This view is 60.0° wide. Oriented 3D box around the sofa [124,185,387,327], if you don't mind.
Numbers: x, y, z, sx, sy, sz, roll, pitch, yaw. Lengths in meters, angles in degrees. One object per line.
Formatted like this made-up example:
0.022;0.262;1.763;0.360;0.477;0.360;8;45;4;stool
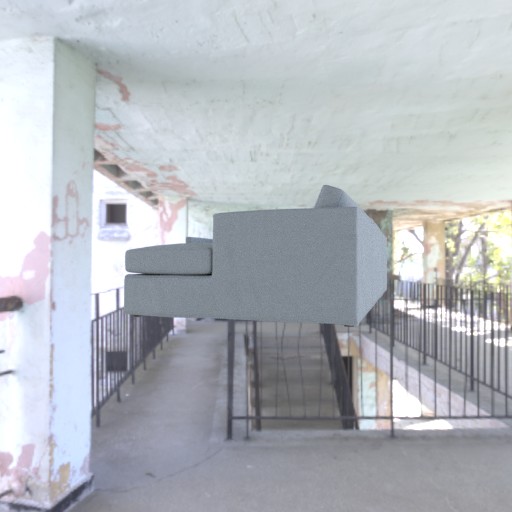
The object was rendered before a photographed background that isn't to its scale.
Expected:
0.000;0.000;4.551;2.427;0.882;3.460;0;-1;19;sofa
